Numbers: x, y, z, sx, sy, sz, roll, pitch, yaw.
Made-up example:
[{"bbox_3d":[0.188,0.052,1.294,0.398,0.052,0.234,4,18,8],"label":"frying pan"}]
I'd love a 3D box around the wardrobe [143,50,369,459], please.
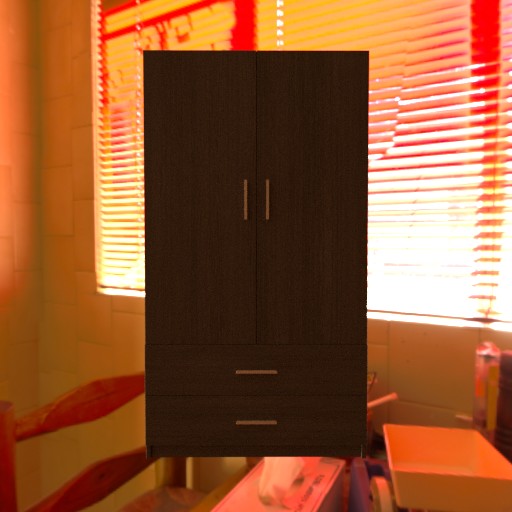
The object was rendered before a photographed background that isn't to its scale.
[{"bbox_3d":[0.000,0.000,2.225,0.991,1.808,0.577,0,2,0],"label":"wardrobe"}]
